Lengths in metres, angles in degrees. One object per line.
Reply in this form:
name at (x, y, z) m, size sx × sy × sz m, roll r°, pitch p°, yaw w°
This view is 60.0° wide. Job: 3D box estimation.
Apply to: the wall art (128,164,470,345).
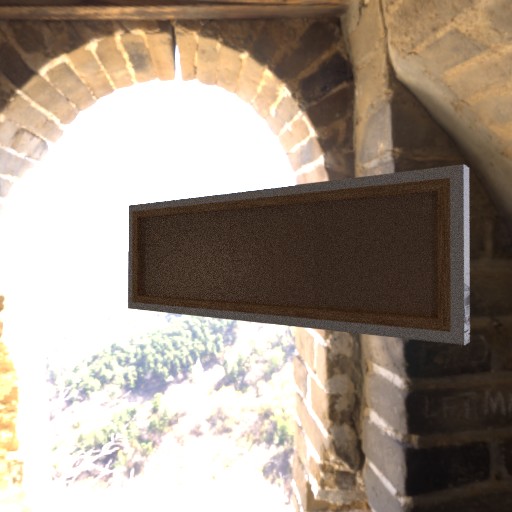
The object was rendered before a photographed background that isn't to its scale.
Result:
wall art at (0.000, 0.000, 0.872) m, size 0.766 × 0.256 × 0.036 m, roll 0°, pitch -1°, yaw 37°
